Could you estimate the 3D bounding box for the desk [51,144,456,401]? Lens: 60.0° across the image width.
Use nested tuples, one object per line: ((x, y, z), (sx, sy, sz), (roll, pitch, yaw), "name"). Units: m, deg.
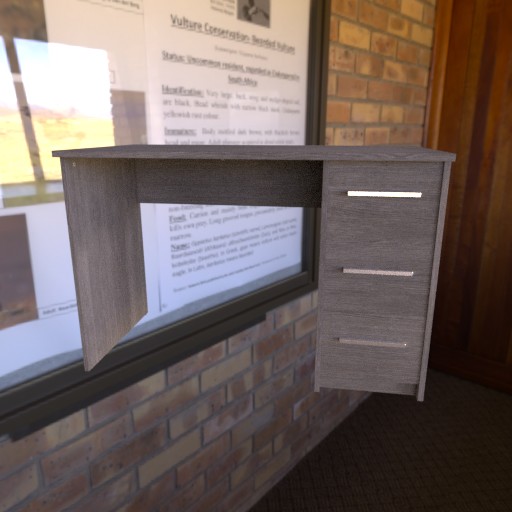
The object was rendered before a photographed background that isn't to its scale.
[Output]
((0.000, 0.000, 1.551), (1.097, 0.735, 0.560), (3, 16, 9), "desk")
